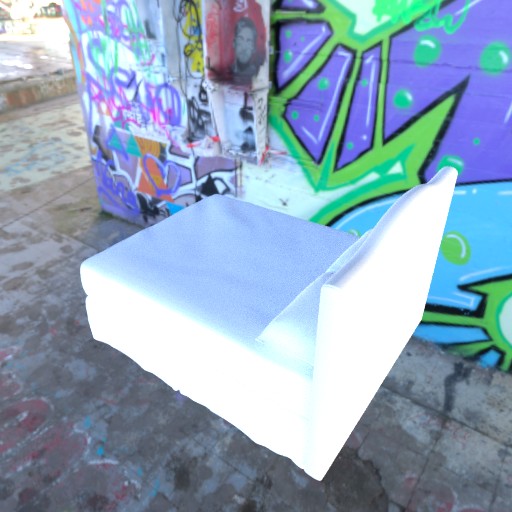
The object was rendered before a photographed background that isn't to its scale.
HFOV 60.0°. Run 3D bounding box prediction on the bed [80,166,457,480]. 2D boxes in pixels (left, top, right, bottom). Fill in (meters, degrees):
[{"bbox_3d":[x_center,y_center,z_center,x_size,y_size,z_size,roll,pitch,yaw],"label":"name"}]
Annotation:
[{"bbox_3d":[0.000,0.000,3.245,2.143,1.460,1.753,20,37,30],"label":"bed"}]
